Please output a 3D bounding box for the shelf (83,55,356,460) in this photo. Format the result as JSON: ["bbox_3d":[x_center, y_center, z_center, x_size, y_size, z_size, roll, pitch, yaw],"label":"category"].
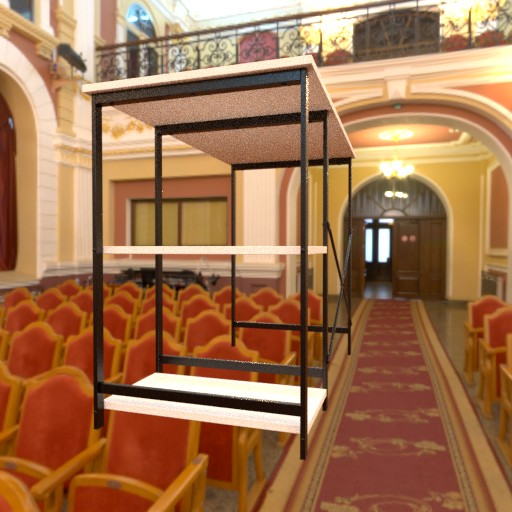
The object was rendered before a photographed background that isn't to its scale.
[{"bbox_3d":[0.000,0.000,1.316,0.498,0.750,0.902,0,1,18],"label":"shelf"}]
